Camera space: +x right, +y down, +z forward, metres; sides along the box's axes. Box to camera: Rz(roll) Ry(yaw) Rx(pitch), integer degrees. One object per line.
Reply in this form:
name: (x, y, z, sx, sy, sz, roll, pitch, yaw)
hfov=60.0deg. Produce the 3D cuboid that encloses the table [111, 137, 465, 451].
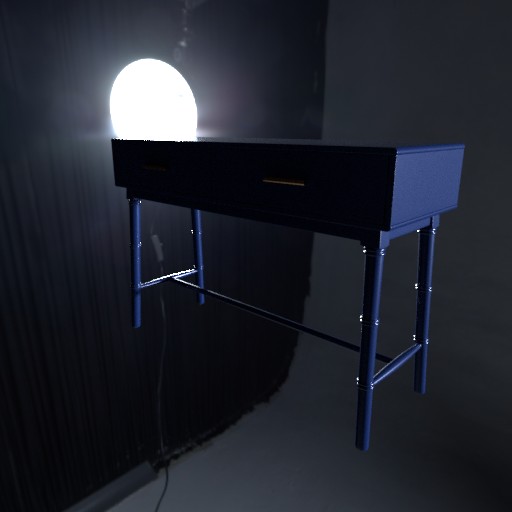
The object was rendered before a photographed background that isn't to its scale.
table: (0.000, 0.000, 1.483, 1.118, 0.749, 0.399, 15, 22, 41)
